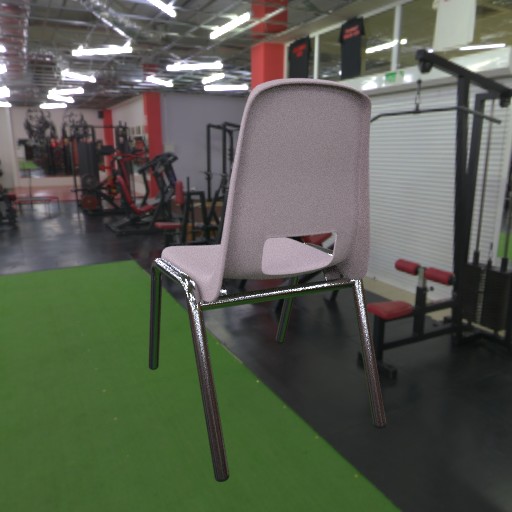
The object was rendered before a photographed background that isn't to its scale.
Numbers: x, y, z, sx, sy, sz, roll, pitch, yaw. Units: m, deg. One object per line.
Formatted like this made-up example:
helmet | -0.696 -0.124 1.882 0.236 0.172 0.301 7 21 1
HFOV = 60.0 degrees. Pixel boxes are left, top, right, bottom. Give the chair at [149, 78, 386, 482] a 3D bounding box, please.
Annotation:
chair | 0.000 0.000 0.849 0.354 0.586 0.423 -6 15 -25
